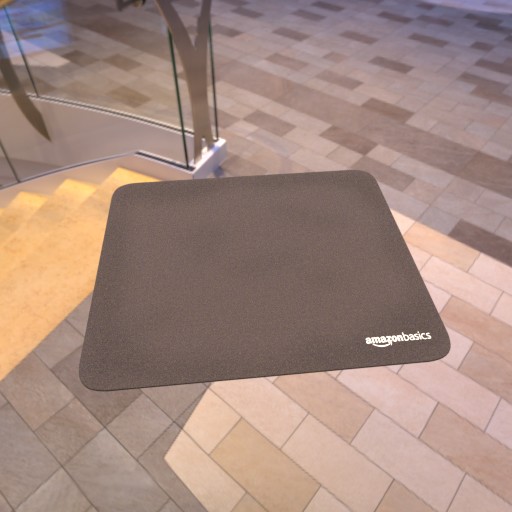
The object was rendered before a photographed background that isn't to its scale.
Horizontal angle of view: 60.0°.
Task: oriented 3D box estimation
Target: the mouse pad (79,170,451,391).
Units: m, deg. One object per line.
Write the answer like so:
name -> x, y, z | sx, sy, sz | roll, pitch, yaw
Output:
mouse pad -> 0.000, 0.000, 0.451 | 0.315, 0.002, 0.269 | -4, 47, -4
